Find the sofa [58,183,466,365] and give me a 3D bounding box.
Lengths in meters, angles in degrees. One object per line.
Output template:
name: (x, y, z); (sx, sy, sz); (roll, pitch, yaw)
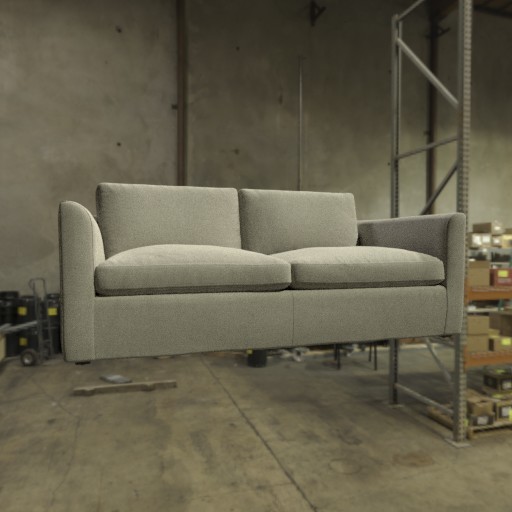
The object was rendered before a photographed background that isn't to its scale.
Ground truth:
sofa: (0.000, 0.000, 2.458); (1.905, 0.839, 1.091); (0, 1, -18)
